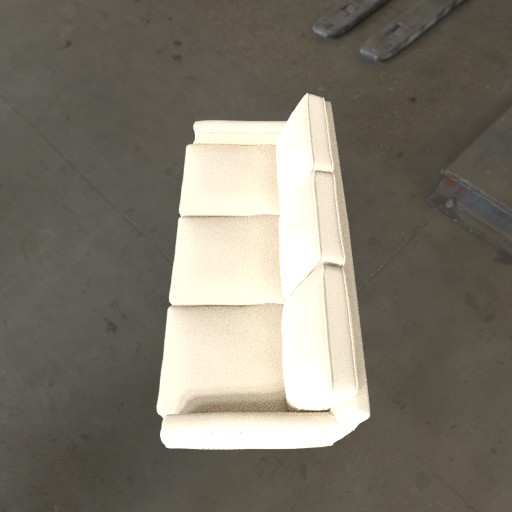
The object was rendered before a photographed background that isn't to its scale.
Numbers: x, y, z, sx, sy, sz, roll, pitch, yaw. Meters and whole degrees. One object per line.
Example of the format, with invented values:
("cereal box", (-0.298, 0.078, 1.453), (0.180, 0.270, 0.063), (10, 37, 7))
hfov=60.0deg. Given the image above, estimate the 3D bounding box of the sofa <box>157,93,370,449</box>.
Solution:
("sofa", (0.000, 0.000, 2.898), (1.084, 1.003, 2.246), (0, 59, 0))
